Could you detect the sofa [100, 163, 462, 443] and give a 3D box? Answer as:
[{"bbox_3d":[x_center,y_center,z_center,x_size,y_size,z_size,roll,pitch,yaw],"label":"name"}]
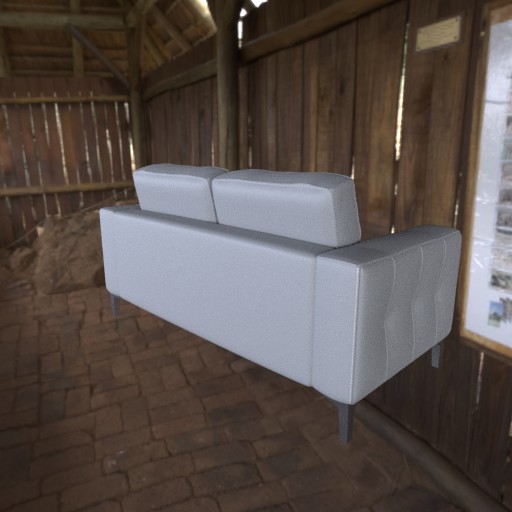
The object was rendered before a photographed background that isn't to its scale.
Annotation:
[{"bbox_3d":[0.000,0.000,2.235,1.726,0.892,0.833,14,20,43],"label":"sofa"}]
